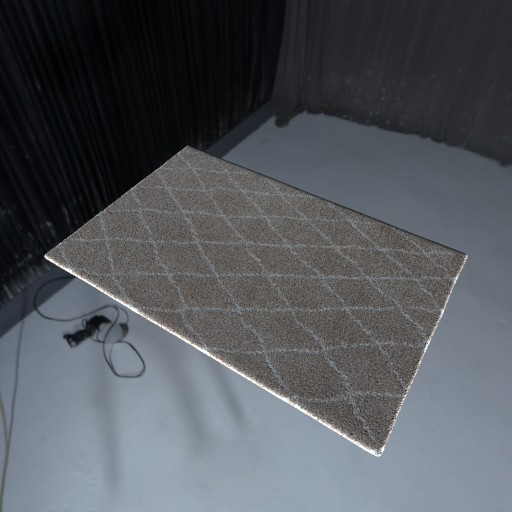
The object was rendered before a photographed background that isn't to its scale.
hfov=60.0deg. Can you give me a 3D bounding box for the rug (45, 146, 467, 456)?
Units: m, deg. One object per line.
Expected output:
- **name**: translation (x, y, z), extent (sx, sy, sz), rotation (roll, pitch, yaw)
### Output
- **rug**: translation (0.000, 0.000, 3.413), extent (2.743, 0.030, 1.778), rotation (25, 52, 21)
